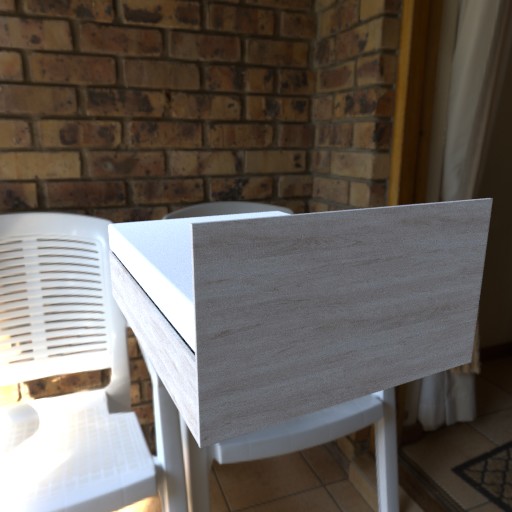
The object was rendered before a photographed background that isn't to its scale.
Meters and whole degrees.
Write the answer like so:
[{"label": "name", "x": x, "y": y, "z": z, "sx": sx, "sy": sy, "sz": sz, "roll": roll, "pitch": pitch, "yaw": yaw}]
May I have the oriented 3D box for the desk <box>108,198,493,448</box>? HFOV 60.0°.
[{"label": "desk", "x": 0.000, "y": 0.000, "z": 2.585, "sx": 1.400, "sy": 0.800, "sz": 1.900, "roll": -7, "pitch": 16, "yaw": -26}]
